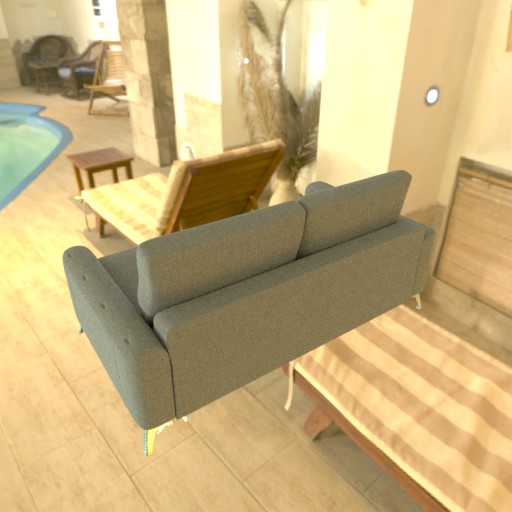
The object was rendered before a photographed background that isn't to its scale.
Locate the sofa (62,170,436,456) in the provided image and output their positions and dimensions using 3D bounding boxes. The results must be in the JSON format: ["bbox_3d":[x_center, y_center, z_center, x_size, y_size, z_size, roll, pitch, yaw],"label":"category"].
[{"bbox_3d":[0.000,0.000,2.200,1.650,0.790,0.920,-19,35,-30],"label":"sofa"}]
